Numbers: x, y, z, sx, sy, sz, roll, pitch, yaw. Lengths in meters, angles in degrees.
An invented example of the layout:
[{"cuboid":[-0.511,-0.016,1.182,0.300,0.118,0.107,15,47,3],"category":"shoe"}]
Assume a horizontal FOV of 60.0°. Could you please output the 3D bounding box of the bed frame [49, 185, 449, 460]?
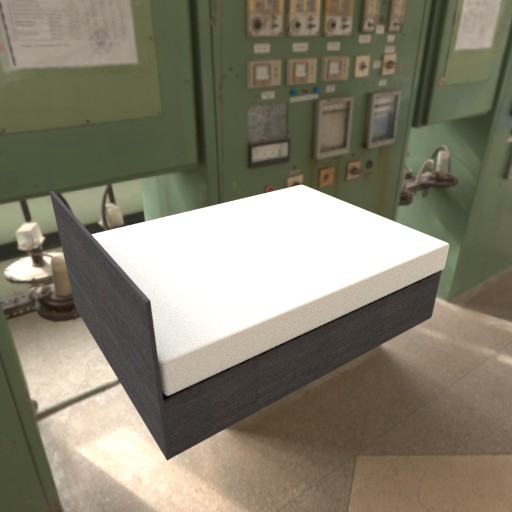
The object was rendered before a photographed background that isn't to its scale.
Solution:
[{"cuboid":[0.000,0.000,2.689,1.900,0.800,1.400,-18,32,-31],"category":"bed frame"}]
